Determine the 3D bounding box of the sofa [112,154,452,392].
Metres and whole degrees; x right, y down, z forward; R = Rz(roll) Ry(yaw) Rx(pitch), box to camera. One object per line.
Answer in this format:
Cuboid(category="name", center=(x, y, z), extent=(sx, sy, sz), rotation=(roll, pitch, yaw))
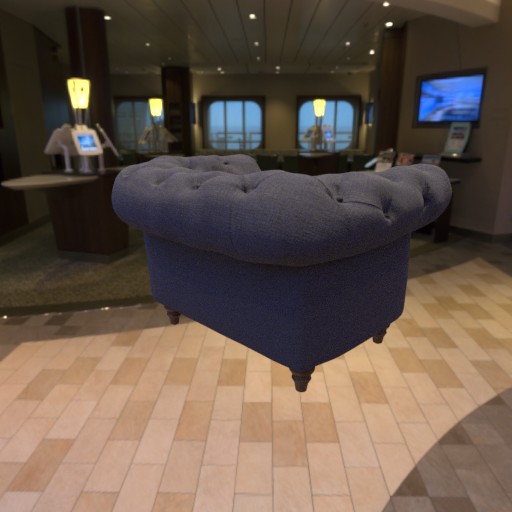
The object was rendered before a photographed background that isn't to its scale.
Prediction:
Cuboid(category="sofa", center=(0.000, 0.000, 2.075), extent=(1.032, 0.878, 1.405), rotation=(-16, 22, -42))
